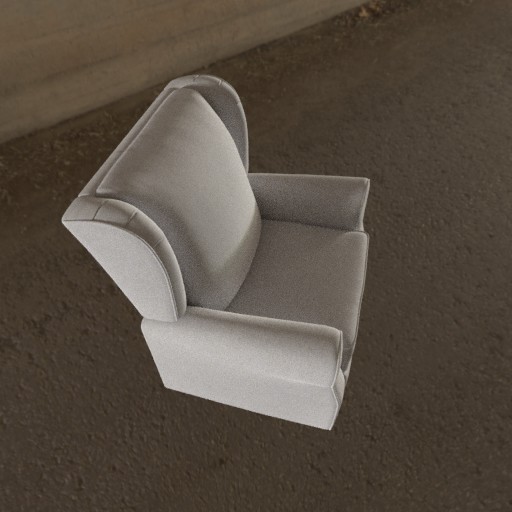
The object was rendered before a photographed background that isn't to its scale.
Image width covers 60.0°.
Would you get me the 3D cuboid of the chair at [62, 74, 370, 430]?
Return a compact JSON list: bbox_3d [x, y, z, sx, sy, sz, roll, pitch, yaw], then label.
[{"bbox_3d":[0.000,0.000,1.653,0.854,0.967,0.906,12,50,10],"label":"chair"}]
